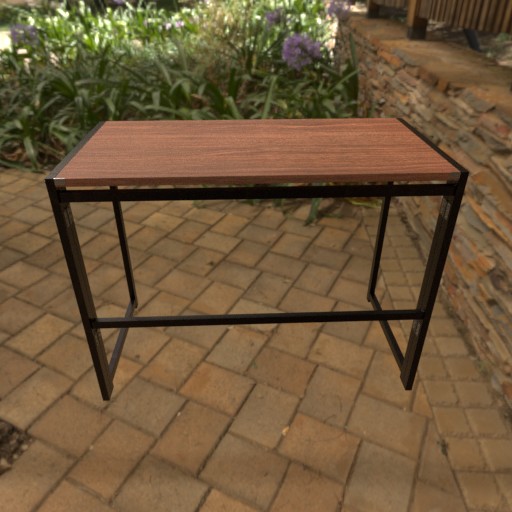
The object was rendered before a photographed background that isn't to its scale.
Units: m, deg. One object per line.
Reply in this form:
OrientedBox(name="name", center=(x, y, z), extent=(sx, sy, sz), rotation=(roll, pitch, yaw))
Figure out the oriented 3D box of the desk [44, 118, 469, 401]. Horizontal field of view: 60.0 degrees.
OrientedBox(name="desk", center=(0.000, 0.000, 1.467), extent=(1.016, 0.762, 0.508), rotation=(-1, 32, -2))
